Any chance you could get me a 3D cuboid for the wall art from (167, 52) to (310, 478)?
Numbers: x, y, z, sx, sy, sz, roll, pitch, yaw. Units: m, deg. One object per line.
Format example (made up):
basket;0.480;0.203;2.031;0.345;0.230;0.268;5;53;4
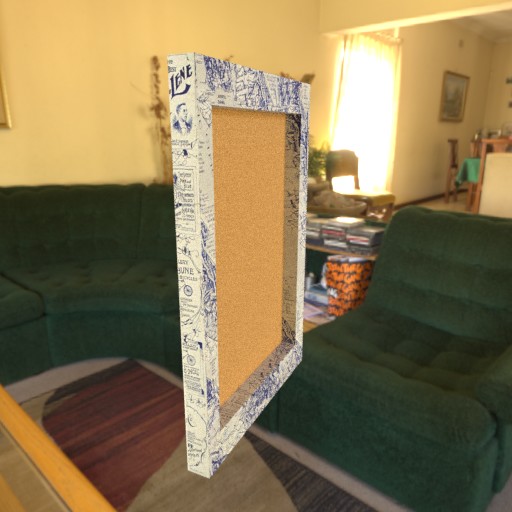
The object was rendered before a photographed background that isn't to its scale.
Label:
wall art;0.000;0.000;0.782;0.040;0.601;0.408;7;17;25
